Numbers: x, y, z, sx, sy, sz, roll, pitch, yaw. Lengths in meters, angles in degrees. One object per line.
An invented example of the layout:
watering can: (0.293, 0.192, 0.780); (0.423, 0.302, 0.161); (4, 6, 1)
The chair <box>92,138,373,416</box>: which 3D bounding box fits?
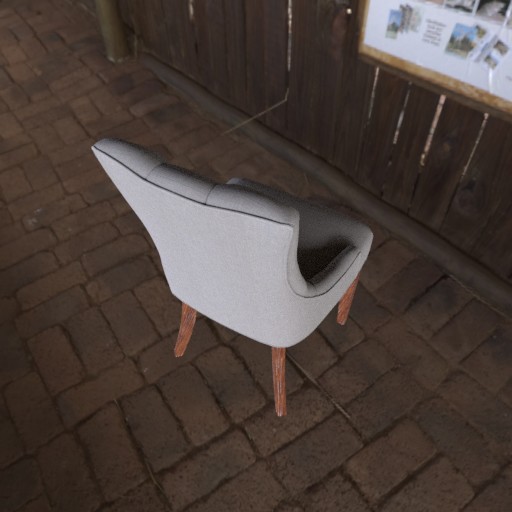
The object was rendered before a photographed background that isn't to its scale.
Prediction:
chair: (0.000, 0.000, 1.233); (0.509, 0.874, 0.565); (24, 52, 20)
